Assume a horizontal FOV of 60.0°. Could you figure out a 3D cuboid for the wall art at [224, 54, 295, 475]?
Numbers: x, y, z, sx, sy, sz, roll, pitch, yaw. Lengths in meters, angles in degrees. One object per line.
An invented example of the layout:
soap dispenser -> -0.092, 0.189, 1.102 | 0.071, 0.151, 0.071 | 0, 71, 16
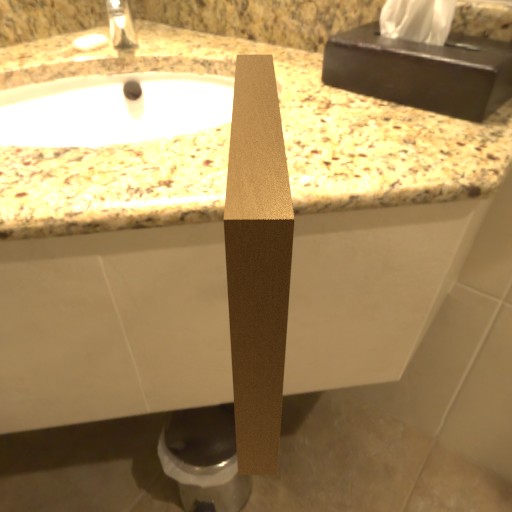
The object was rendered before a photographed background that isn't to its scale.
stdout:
wall art -> 0.000, 0.000, 0.453 | 0.038, 0.305, 0.304 | 0, 40, 0
